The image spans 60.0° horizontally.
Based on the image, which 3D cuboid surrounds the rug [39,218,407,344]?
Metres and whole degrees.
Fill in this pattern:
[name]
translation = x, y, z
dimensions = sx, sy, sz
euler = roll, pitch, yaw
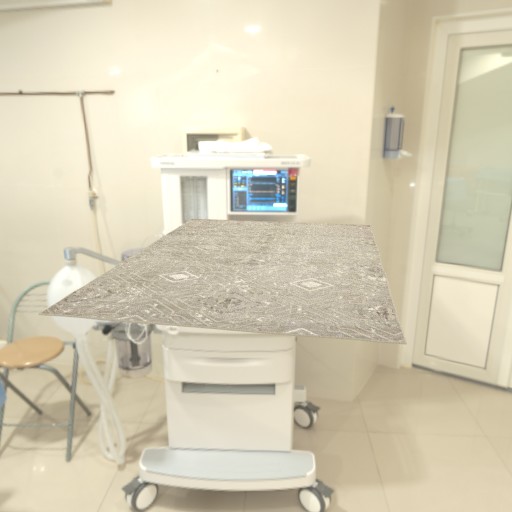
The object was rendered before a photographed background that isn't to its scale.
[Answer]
[rug]
translation = 0.000, 0.000, 4.423
dimensions = 2.448, 0.020, 3.359
euler = 3, 17, 10
